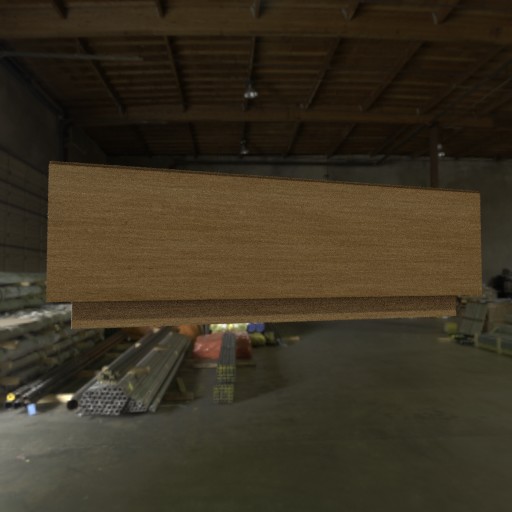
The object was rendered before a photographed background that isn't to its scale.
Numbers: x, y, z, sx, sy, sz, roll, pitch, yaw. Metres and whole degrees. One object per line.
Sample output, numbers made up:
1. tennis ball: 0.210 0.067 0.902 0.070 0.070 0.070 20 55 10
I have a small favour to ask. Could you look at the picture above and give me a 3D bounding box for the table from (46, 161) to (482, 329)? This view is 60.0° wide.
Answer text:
1. table: 0.000 0.000 1.400 1.110 0.353 0.678 1 -3 -17
